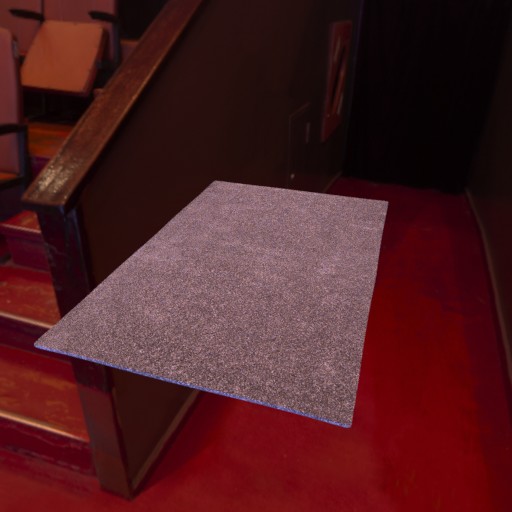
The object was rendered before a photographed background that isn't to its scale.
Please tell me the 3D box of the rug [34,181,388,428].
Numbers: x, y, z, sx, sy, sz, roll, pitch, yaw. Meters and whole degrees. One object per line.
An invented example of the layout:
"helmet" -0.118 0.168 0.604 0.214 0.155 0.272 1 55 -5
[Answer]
"rug" 0.000 0.000 3.399 1.802 0.026 2.699 9 32 15
